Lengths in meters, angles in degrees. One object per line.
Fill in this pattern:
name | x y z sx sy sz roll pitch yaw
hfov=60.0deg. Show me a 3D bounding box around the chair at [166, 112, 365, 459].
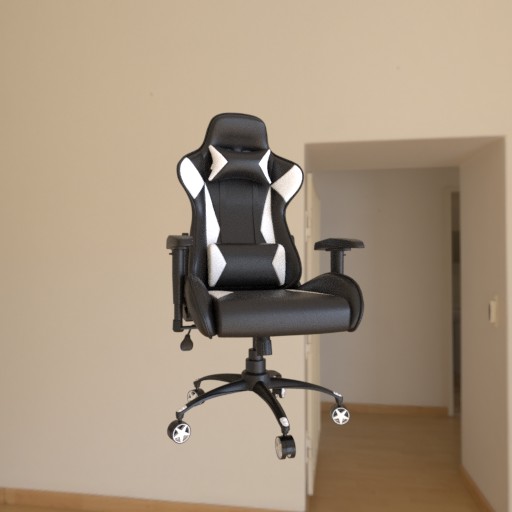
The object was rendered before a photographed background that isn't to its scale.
chair | 0.000 0.000 1.724 0.730 1.285 0.695 0 -1 -17
